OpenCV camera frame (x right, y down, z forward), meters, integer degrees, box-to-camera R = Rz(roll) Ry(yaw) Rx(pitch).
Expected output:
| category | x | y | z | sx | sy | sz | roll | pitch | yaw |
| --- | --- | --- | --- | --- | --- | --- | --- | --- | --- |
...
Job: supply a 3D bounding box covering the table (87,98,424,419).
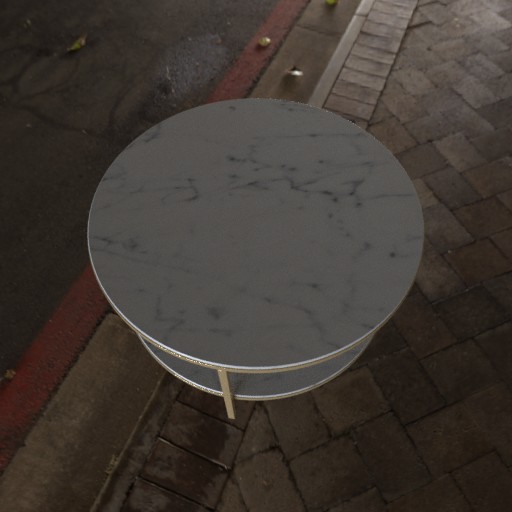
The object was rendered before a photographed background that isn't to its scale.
| category | x | y | z | sx | sy | sz | roll | pitch | yaw |
| --- | --- | --- | --- | --- | --- | --- | --- | --- | --- |
| table | 0.000 | 0.000 | 1.257 | 0.800 | 0.450 | 0.800 | 0 | 58 | 0 |
